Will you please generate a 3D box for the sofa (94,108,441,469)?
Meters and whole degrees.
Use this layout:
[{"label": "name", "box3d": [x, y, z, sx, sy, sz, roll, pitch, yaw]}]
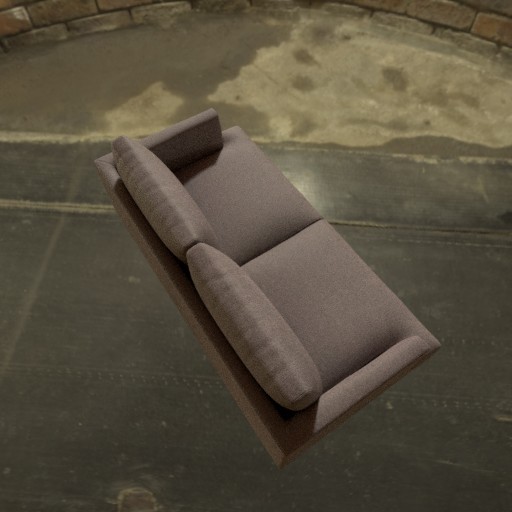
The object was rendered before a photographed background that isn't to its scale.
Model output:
[{"label": "sofa", "box3d": [0.000, 0.000, 2.520, 1.020, 0.868, 1.948, -30, 63, -17]}]
